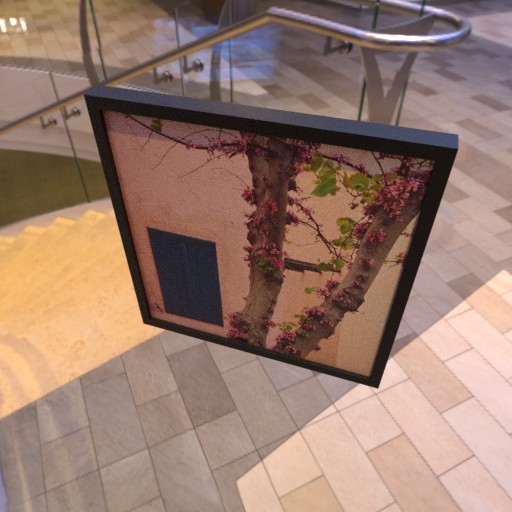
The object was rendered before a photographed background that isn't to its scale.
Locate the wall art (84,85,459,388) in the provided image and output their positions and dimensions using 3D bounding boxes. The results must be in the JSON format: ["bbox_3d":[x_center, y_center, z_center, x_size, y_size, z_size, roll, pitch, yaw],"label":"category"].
[{"bbox_3d":[0.000,0.000,0.756,0.508,0.508,0.038,13,43,14],"label":"wall art"}]
